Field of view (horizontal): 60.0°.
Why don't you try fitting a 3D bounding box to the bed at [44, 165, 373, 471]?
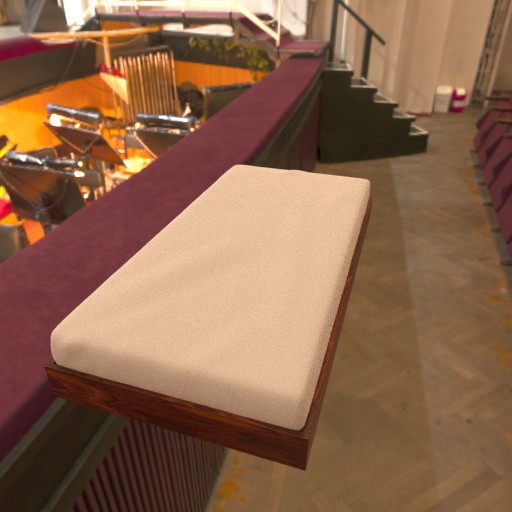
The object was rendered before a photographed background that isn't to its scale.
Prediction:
[{"bbox_3d":[0.000,0.000,2.171,0.940,0.312,1.860,10,32,16],"label":"bed"}]
